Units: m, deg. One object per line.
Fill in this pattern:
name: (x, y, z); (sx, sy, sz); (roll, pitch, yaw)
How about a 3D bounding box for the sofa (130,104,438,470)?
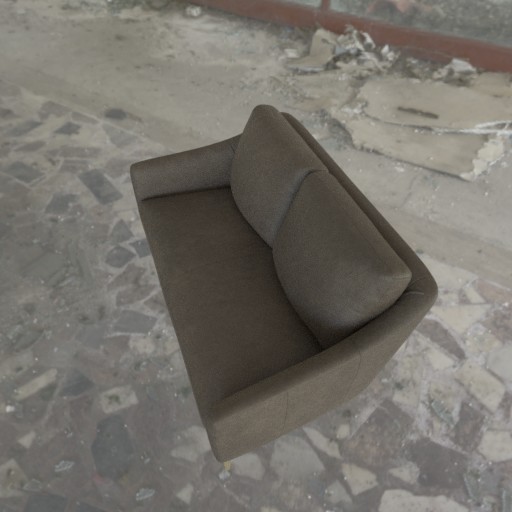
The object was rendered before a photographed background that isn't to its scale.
sofa: (0.000, 0.000, 2.195); (0.960, 0.902, 1.619); (-15, 48, -14)
